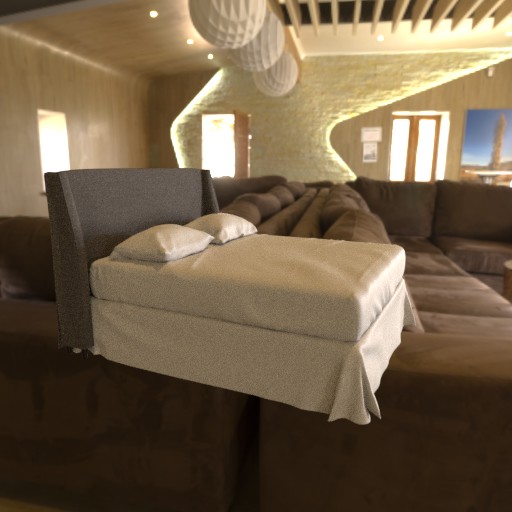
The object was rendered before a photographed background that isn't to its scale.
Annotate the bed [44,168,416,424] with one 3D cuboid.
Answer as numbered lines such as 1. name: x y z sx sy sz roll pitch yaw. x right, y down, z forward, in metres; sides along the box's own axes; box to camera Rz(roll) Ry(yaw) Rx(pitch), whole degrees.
1. bed: 0.000 0.000 3.441 2.276 1.332 1.925 6 13 26
